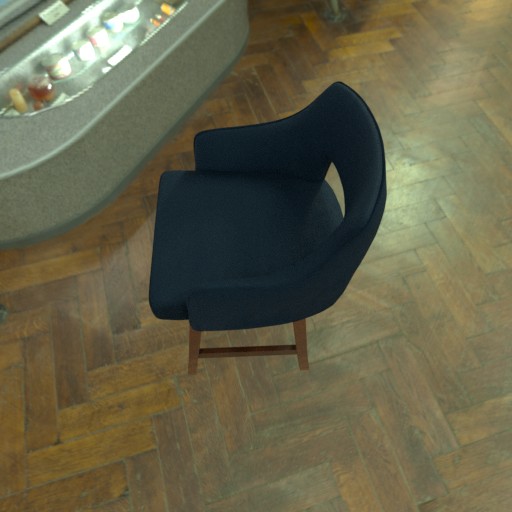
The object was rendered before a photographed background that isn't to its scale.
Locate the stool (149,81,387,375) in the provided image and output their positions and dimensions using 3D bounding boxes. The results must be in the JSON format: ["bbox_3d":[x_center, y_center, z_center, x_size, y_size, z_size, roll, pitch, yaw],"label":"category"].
[{"bbox_3d":[0.000,0.000,1.337,0.560,0.940,0.550,-2,58,-1],"label":"stool"}]
